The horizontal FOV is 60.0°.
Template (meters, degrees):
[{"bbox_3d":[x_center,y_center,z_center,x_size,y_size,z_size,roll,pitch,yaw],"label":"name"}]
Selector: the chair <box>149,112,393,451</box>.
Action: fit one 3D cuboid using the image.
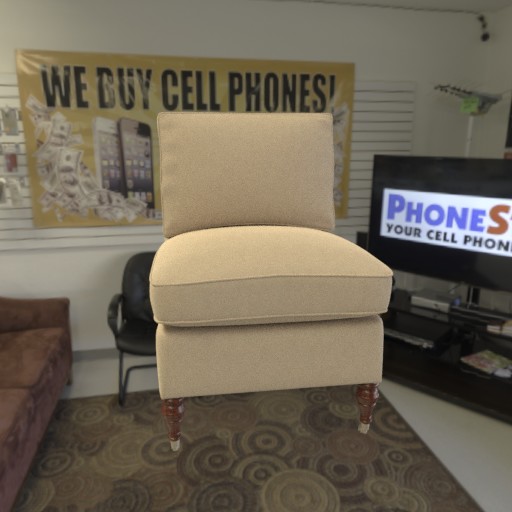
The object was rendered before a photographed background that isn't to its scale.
[{"bbox_3d":[0.000,0.000,1.654,0.724,1.052,0.912,-2,14,-8],"label":"chair"}]
